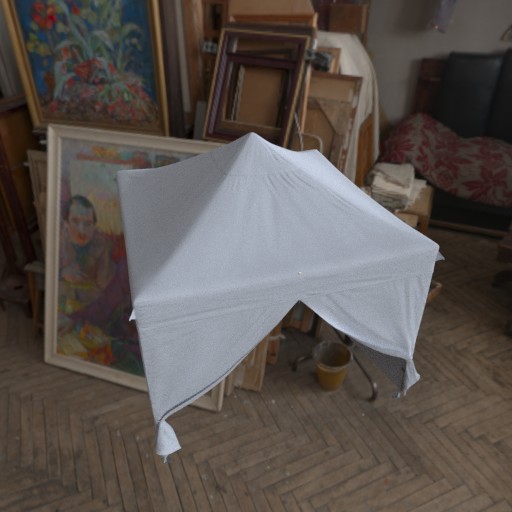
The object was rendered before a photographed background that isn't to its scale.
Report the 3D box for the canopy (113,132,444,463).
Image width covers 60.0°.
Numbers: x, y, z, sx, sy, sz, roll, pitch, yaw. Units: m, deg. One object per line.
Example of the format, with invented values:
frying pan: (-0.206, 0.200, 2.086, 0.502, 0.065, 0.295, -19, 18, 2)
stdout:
canopy: (0.000, 0.000, 5.394, 3.043, 2.997, 3.121, -10, 34, -15)
